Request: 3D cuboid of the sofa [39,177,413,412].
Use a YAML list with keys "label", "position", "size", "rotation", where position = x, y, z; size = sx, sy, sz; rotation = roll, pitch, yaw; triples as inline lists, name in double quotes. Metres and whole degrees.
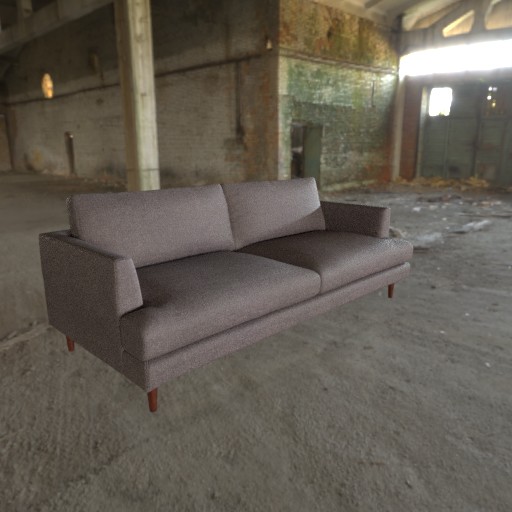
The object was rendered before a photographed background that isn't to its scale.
- label: "sofa"
  position: [0.000, 0.000, 2.789]
  size: [1.020, 0.868, 2.250]
  rotation: [13, 19, 43]
